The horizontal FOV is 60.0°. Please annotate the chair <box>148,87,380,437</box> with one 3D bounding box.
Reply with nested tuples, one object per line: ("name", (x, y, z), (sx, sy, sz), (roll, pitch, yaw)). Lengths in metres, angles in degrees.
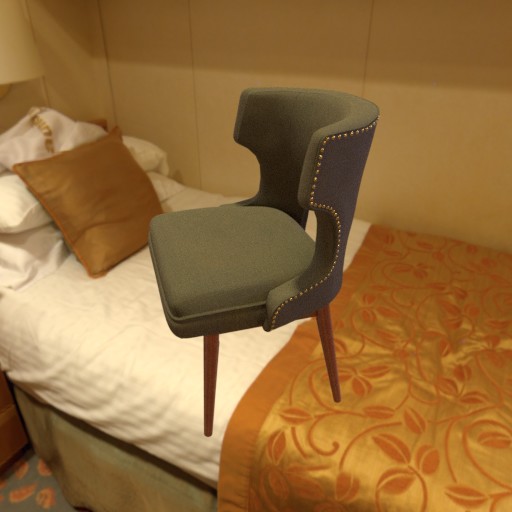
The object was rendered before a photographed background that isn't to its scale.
("chair", (0.000, 0.000, 1.288), (0.581, 0.863, 0.595), (-9, 31, -15))
